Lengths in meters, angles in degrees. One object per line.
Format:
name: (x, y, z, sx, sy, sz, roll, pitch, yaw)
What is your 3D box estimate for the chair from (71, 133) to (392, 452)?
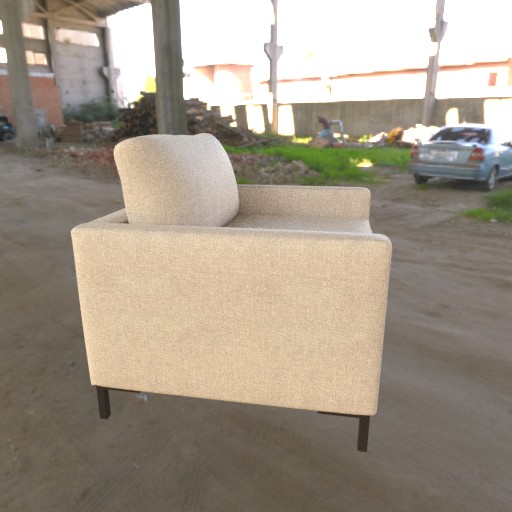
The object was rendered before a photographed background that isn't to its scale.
chair: (0.000, 0.000, 1.615, 0.866, 0.861, 0.963, 3, 17, 10)
